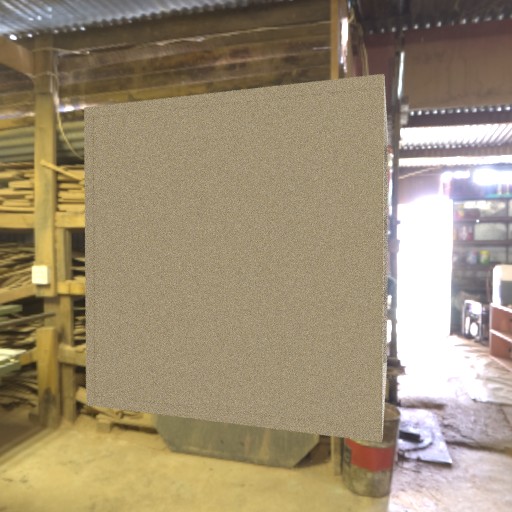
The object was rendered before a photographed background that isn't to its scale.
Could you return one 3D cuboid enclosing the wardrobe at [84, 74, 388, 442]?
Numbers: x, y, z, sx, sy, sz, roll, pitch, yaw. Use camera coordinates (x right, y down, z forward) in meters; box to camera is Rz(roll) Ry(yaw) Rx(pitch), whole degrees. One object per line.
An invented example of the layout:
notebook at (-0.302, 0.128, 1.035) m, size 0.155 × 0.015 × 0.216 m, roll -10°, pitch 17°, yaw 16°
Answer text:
wardrobe at (0.000, 0.000, 0.889) m, size 0.500 × 0.520 × 0.400 m, roll 0°, pitch 1°, yaw 17°
